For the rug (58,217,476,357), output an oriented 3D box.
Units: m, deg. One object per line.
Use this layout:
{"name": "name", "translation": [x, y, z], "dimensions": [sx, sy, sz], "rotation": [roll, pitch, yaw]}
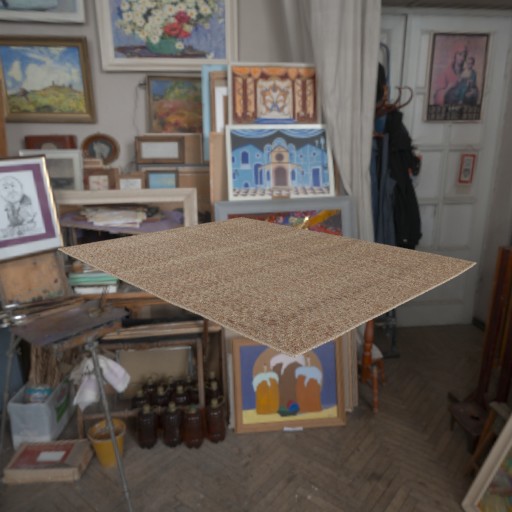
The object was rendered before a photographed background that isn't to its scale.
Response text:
{"name": "rug", "translation": [0.000, 0.000, 4.050], "dimensions": [2.439, 0.013, 3.048], "rotation": [-15, 21, -42]}
